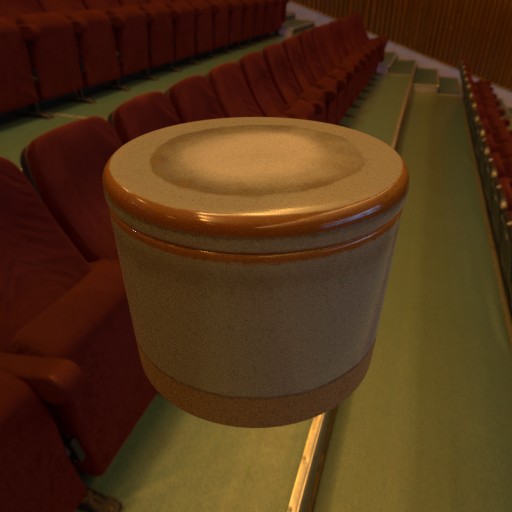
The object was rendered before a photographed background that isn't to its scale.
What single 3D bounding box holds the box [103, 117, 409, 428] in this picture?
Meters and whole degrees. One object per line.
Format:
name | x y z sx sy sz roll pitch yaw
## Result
box | 0.000 0.000 0.208 0.123 0.100 0.123 0 31 0
